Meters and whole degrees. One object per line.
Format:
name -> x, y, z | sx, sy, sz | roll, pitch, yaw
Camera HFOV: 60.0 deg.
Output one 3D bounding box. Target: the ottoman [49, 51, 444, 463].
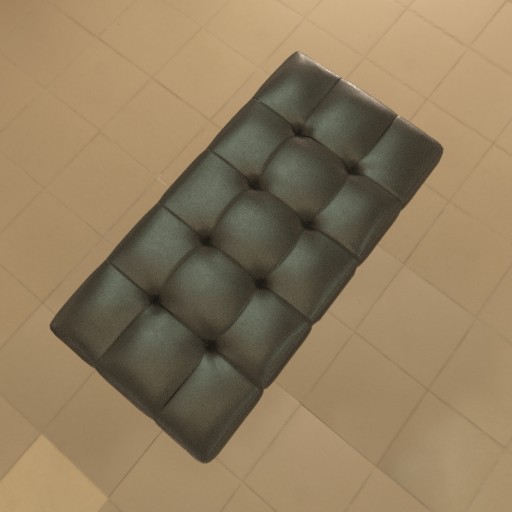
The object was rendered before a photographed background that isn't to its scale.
ottoman -> 0.000, 0.000, 1.126 | 0.432, 0.470, 0.838 | 38, 79, 9
